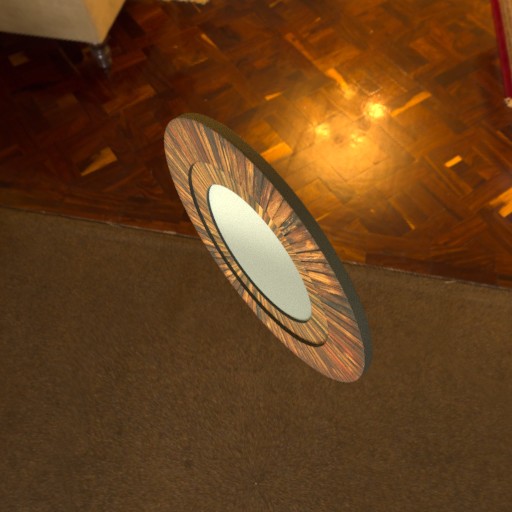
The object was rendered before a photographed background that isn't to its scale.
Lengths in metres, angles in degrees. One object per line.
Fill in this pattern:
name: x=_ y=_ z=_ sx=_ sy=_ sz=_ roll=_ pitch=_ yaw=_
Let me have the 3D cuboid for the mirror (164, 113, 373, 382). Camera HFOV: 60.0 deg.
mirror: x=0.000 y=0.000 z=1.589 sx=0.036 sy=1.077 sz=1.077 roll=-36 pitch=68 yaw=-17
